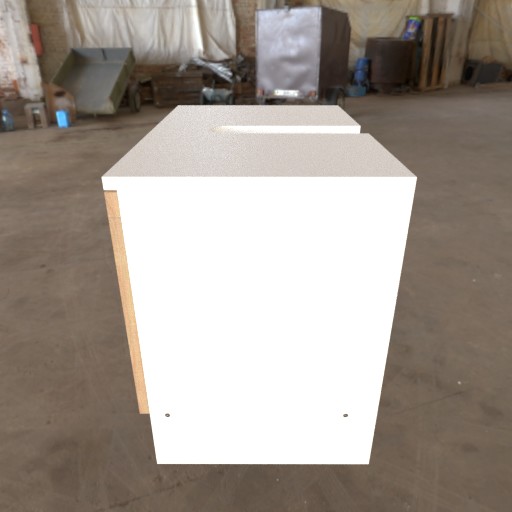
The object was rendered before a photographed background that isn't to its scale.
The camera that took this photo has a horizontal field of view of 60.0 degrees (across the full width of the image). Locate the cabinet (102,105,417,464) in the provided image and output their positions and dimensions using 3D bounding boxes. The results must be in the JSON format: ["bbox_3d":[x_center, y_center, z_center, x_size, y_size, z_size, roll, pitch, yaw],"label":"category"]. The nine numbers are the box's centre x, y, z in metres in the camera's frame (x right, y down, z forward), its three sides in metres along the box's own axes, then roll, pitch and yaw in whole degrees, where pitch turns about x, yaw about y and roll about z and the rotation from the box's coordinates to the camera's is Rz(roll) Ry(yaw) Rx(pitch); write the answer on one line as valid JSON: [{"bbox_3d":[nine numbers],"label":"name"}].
[{"bbox_3d":[0.000,0.000,0.934,0.400,0.522,0.600,0,27,0],"label":"cabinet"}]
